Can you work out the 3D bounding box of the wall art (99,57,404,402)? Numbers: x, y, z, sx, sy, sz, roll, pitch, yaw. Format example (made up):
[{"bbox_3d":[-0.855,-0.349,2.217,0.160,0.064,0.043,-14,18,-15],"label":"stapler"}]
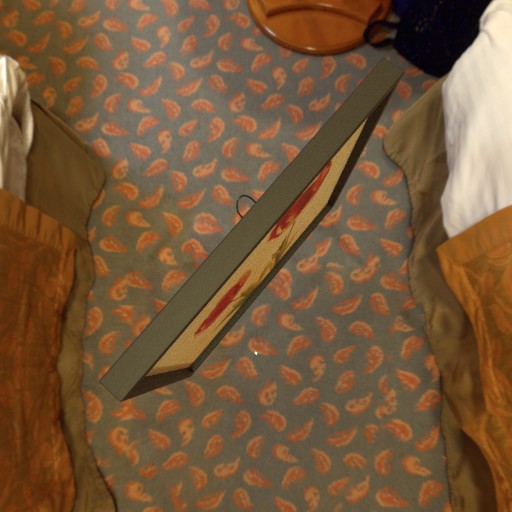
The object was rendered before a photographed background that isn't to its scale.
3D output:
[{"bbox_3d":[0.000,0.000,0.520,0.038,0.349,0.349,39,80,8],"label":"wall art"}]
